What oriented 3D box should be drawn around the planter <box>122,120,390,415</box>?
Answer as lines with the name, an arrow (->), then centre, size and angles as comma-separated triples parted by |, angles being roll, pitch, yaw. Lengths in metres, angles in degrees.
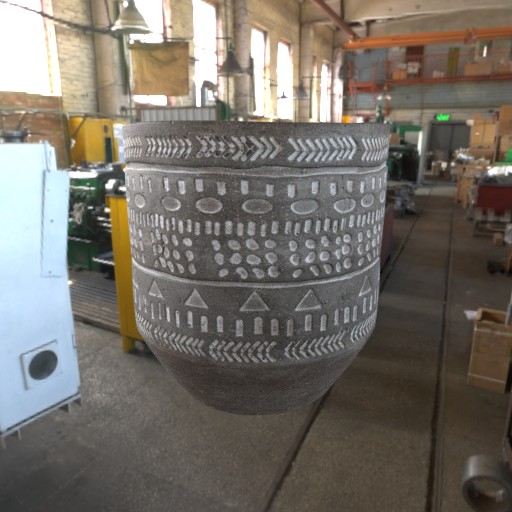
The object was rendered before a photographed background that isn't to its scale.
planter -> 0.000, 0.000, 0.224 | 0.122, 0.128, 0.122 | 0, 15, 0
